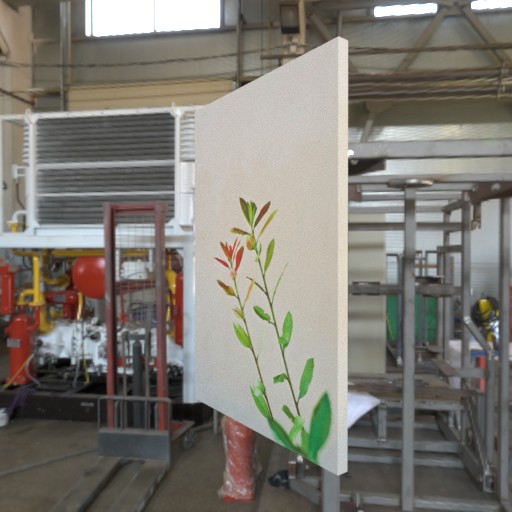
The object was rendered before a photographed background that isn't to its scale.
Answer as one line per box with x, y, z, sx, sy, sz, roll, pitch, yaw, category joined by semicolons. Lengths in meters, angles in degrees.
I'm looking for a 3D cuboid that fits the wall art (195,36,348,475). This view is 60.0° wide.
0.000;0.000;1.469;0.038;1.143;0.764;0;1;-37;wall art
